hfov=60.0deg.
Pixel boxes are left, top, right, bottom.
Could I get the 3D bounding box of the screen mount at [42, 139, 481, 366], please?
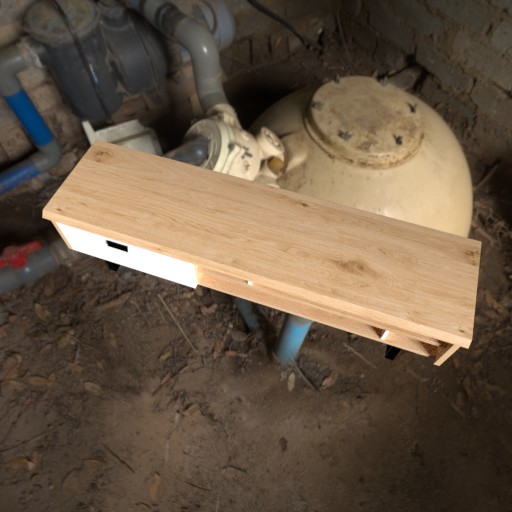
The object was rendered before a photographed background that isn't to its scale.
[{"bbox_3d":[0.000,0.000,1.942,1.700,0.430,0.450,16,59,10],"label":"screen mount"}]
